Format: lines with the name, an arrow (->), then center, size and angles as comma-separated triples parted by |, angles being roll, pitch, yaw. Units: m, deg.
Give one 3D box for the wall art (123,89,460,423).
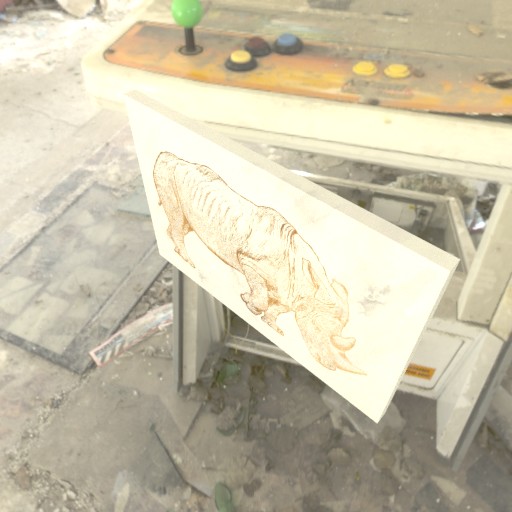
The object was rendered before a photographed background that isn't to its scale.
wall art -> 0.000, 0.000, 1.181 | 0.915, 0.610, 0.038 | 34, 55, 28
